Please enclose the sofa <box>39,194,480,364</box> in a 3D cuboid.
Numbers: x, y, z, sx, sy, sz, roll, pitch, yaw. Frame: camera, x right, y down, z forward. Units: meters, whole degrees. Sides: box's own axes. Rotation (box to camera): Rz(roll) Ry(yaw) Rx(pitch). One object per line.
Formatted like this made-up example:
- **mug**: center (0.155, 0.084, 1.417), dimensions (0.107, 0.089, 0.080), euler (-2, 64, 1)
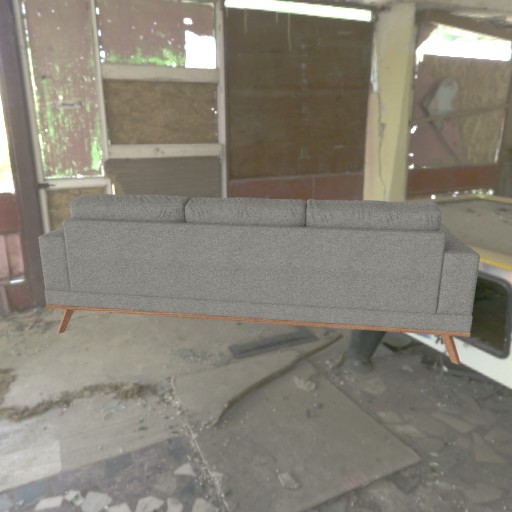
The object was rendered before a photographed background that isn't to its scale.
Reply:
- **sofa**: center (0.000, 0.000, 2.734), dimensions (2.310, 0.810, 0.920), euler (3, 16, 9)
